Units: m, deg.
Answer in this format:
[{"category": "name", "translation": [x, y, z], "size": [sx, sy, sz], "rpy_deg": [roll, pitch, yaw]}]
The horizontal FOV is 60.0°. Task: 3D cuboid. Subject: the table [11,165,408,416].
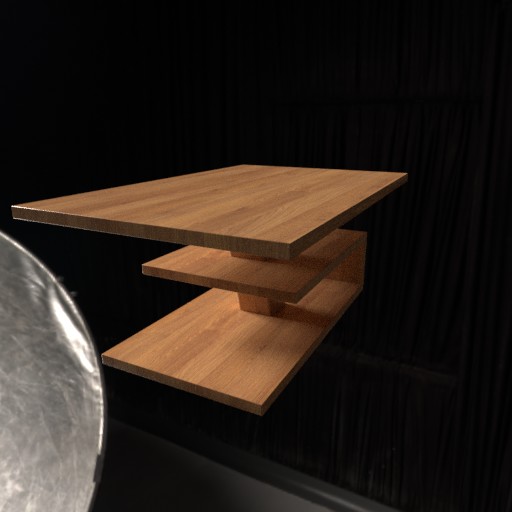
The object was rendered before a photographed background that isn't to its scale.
[{"category": "table", "translation": [0.000, 0.000, 1.398], "size": [0.700, 0.442, 1.100], "rpy_deg": [9, 19, 26]}]
